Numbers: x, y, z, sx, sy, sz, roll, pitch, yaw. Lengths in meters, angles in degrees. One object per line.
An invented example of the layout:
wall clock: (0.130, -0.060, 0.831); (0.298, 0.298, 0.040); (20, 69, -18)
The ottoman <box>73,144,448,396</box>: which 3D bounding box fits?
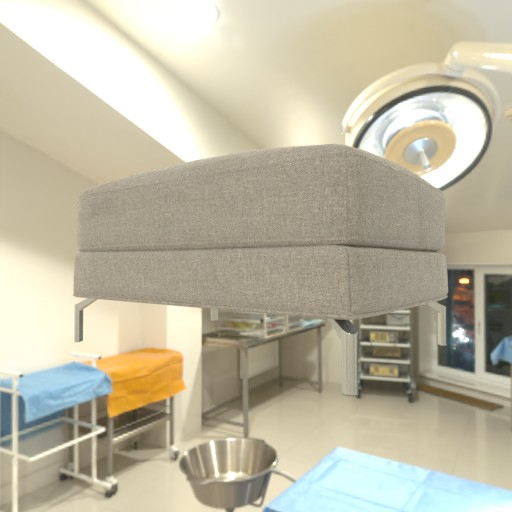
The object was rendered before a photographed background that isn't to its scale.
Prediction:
ottoman: (0.000, 0.000, 1.165); (0.838, 0.457, 0.584); (-1, -1, 37)
